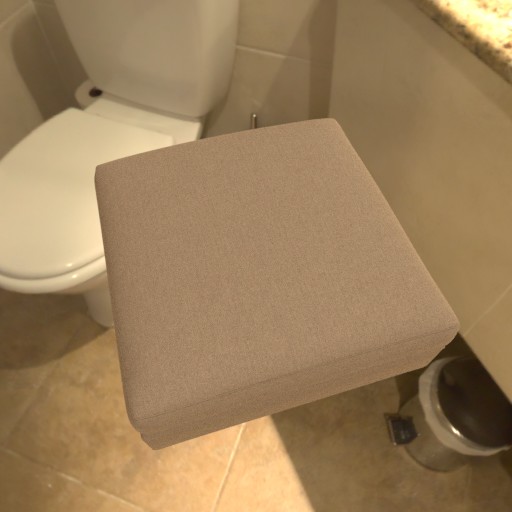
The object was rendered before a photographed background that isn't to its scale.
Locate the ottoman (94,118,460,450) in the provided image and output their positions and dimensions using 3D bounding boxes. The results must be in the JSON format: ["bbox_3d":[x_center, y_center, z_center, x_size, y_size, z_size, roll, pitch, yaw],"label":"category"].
[{"bbox_3d":[0.000,0.000,1.633,1.041,0.470,1.041,-14,58,-9],"label":"ottoman"}]
